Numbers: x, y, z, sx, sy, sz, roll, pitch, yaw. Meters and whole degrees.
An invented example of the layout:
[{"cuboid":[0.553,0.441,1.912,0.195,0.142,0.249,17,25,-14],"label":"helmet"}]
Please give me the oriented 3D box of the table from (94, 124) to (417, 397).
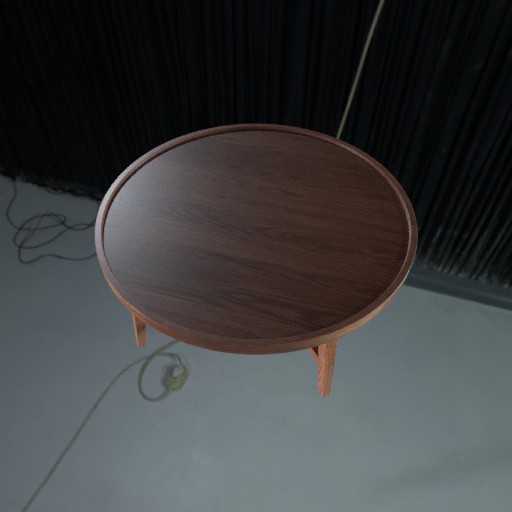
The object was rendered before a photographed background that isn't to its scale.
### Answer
[{"cuboid":[0.000,0.000,1.263,0.800,0.360,0.800,0,48,0],"label":"table"}]
